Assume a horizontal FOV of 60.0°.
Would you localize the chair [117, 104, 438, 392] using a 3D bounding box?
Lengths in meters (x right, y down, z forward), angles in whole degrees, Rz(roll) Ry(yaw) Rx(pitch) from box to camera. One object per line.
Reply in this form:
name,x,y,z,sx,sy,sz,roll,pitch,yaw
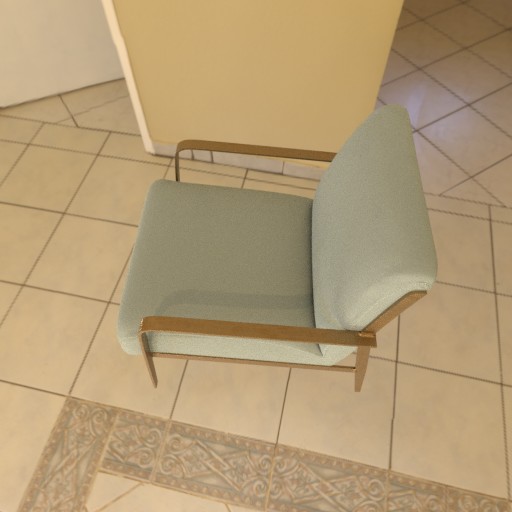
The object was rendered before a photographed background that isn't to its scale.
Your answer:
chair,0.000,0.000,1.474,0.842,0.824,0.701,2,58,2
